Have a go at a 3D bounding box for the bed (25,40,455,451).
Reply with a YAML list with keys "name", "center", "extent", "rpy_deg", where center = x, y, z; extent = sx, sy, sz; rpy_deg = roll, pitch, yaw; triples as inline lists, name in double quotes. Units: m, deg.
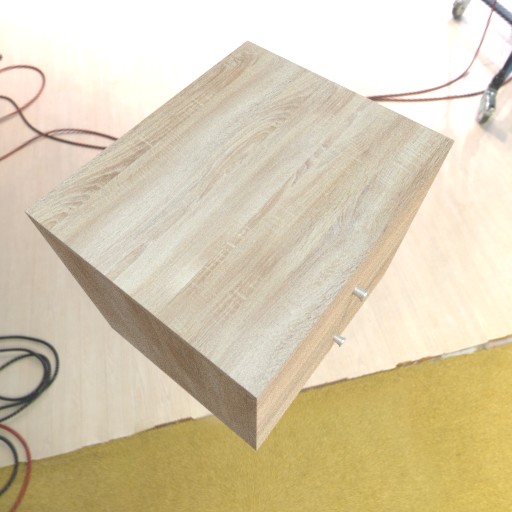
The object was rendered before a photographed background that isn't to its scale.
- name: "bed"
  center: [0.000, 0.000, 0.781]
  extent: [0.401, 0.420, 0.460]
  rpy_deg: [34, 65, 18]
